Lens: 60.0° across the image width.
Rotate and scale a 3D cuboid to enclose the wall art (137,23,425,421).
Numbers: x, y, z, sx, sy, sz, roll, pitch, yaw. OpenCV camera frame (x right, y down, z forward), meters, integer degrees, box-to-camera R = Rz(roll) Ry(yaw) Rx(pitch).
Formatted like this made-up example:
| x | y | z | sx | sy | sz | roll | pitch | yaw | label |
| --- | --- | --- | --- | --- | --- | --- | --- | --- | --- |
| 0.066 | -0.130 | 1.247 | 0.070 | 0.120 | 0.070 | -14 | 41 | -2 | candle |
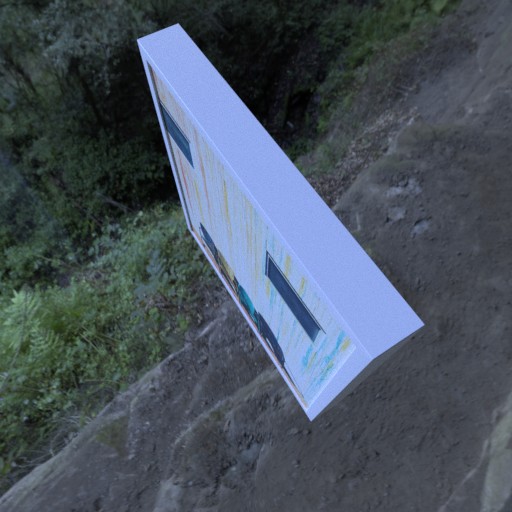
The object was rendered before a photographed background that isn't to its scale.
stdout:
| x | y | z | sx | sy | sz | roll | pitch | yaw | label |
| --- | --- | --- | --- | --- | --- | --- | --- | --- | --- |
| 0.000 | 0.000 | 0.441 | 0.038 | 0.305 | 0.305 | -29 | 67 | -14 | wall art |
